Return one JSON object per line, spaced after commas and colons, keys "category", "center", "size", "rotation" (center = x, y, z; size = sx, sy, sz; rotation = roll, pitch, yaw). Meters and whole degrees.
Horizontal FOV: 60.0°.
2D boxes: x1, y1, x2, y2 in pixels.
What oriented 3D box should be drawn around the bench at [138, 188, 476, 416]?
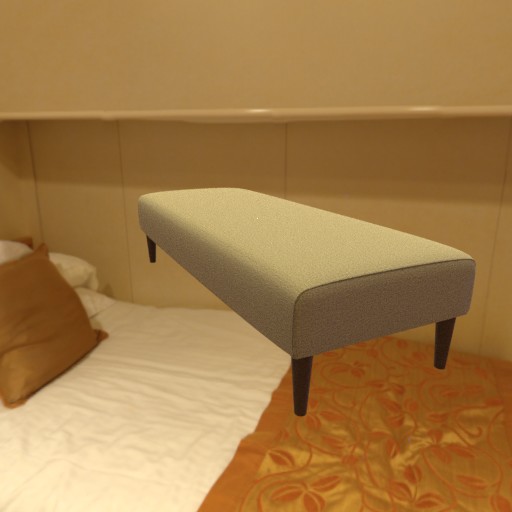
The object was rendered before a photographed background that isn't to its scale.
{"category": "bench", "center": [0.000, 0.000, 1.856], "size": [0.646, 0.393, 1.609], "rotation": [-8, 18, -26]}
